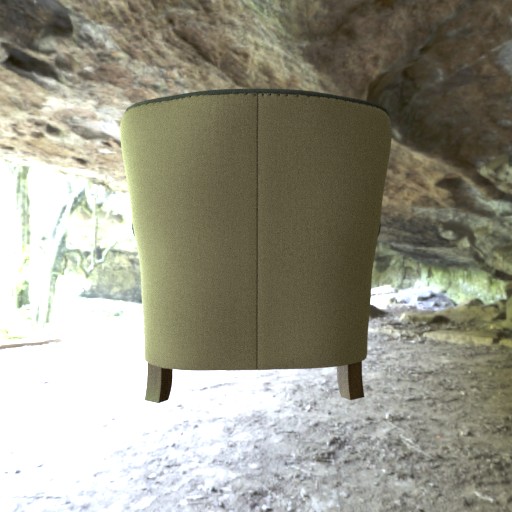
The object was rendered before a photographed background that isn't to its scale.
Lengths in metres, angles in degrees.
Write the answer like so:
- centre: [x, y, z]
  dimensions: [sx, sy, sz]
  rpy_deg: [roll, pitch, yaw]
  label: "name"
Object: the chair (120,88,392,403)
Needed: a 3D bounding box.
- centre: [0.000, 0.000, 1.654]
  dimensions: [0.861, 0.936, 0.921]
  rpy_deg: [0, -1, 0]
  label: "chair"
